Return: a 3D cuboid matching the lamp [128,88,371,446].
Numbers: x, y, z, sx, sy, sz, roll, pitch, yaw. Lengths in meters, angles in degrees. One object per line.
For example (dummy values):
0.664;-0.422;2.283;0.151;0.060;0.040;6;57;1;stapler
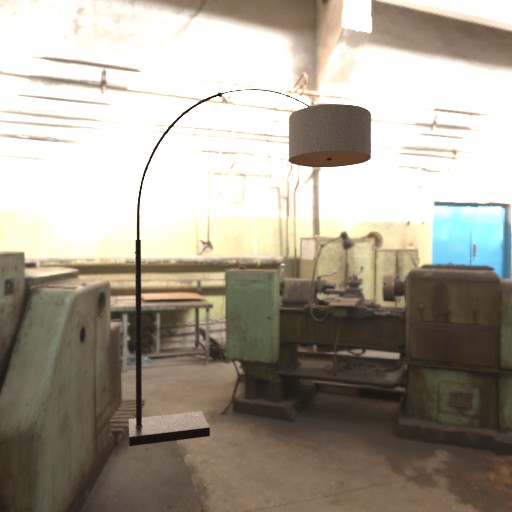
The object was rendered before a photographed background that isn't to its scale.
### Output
0.000;0.000;2.567;1.424;1.927;0.493;0;1;-17;lamp
